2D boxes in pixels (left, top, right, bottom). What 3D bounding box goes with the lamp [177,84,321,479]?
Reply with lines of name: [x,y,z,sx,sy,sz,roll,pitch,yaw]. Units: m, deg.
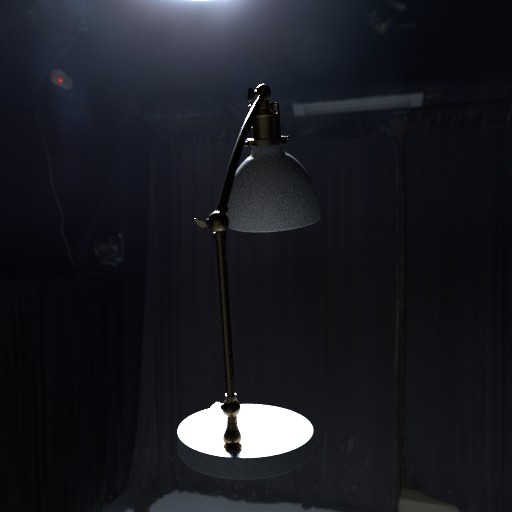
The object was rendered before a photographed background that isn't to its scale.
lamp: [0.000,0.000,0.655,0.186,0.522,0.317,0,0,18]
